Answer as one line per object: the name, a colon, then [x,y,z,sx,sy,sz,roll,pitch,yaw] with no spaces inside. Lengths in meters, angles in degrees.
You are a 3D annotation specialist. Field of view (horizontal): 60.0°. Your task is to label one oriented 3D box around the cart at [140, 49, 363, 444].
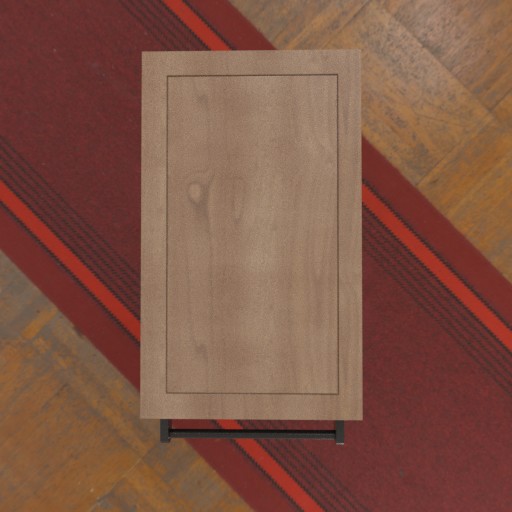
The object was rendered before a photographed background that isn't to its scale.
cart: [0.000,0.000,1.364,0.459,0.901,0.840,0,89,1]
